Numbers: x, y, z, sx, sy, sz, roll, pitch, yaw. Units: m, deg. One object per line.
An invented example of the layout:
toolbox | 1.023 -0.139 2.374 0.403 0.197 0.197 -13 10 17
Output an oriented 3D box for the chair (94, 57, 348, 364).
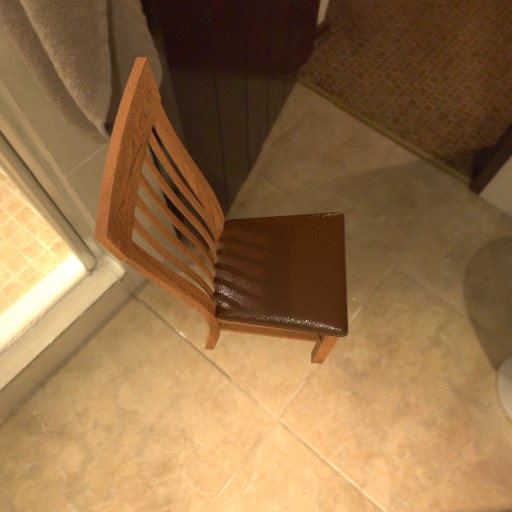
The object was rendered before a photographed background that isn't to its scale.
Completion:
chair | 0.000 0.000 1.352 0.580 1.050 0.450 3 65 1
